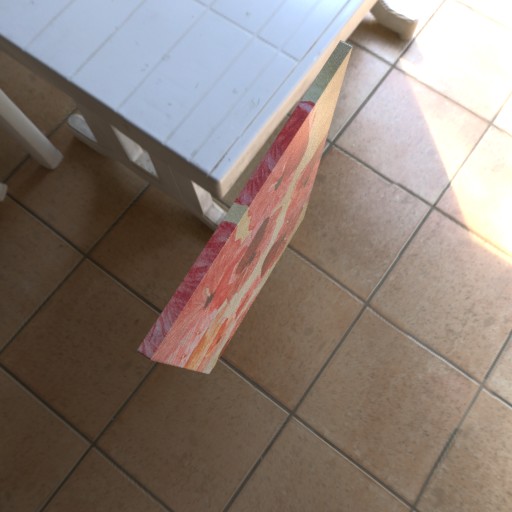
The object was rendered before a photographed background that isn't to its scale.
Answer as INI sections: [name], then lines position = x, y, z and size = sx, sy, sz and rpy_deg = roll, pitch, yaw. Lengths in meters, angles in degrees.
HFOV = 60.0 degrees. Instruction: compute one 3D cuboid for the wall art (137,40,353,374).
[wall art]
position = 0.000, 0.000, 1.343
size = 0.031, 1.015, 0.762
rpy_deg = 30, 76, 8
